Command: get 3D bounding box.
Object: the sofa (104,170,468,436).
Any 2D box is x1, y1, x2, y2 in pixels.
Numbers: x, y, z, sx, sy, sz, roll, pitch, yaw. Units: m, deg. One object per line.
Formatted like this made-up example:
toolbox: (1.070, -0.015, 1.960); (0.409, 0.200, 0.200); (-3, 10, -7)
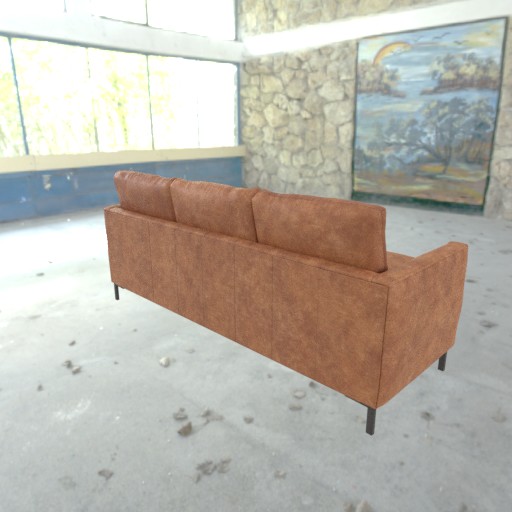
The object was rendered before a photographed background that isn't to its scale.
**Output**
sofa: (0.000, 0.000, 2.440); (2.029, 0.863, 0.748); (16, 22, 42)
